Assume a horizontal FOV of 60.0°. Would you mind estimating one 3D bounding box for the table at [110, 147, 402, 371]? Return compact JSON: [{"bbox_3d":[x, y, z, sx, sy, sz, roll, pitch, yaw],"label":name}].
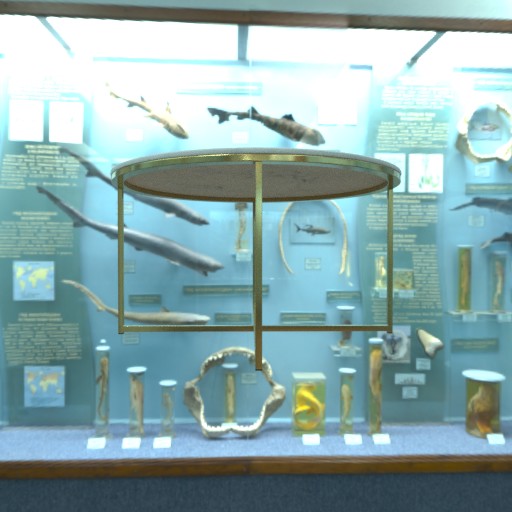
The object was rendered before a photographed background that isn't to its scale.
[{"bbox_3d":[0.000,0.000,1.285,0.800,0.450,0.800,0,1,0],"label":"table"}]
